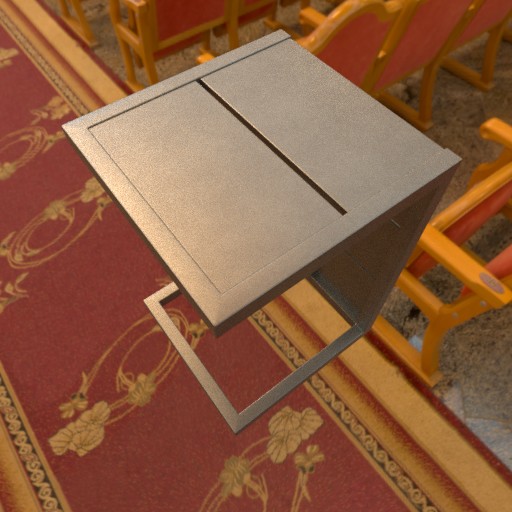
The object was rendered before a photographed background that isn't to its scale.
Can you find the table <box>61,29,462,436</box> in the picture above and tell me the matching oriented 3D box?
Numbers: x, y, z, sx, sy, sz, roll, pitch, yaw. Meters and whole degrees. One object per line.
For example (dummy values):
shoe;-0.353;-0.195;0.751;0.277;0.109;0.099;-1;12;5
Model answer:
table;0.000;0.000;0.893;0.420;0.609;0.405;-33;63;-19
